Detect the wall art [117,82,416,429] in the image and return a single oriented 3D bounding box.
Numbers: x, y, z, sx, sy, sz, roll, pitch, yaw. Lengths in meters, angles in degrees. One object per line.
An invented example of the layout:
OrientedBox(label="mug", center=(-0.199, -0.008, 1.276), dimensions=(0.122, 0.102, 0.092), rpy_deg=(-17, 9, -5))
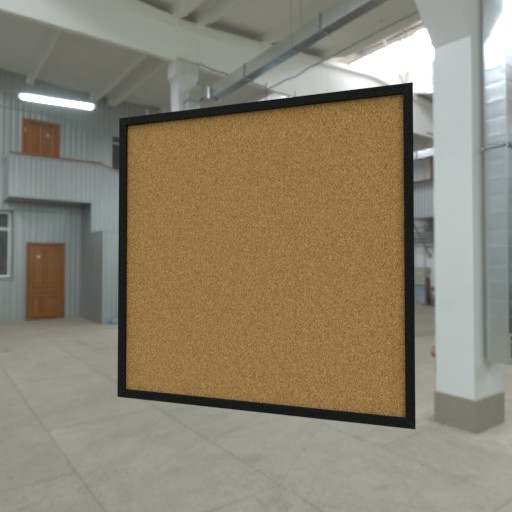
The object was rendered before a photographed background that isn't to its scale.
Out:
OrientedBox(label="wall art", center=(0.000, 0.000, 0.455), dimensions=(0.305, 0.305, 0.037), rpy_deg=(0, -1, 18))
